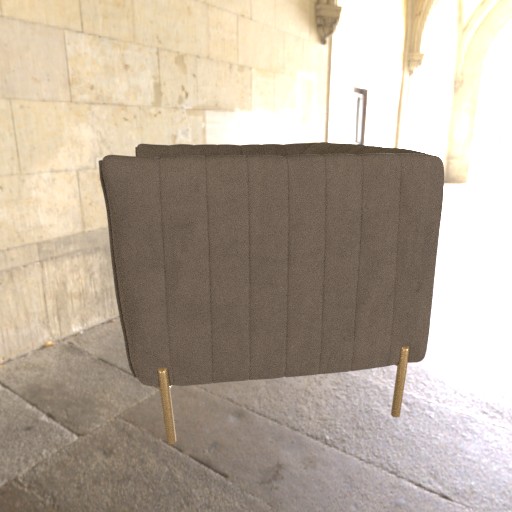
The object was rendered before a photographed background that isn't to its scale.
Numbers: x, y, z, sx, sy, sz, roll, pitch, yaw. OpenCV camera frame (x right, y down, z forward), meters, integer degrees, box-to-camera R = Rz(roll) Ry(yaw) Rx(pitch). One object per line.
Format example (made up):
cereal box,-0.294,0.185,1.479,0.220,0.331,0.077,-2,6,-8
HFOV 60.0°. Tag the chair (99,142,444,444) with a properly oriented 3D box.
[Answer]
chair,0.000,0.000,1.593,0.873,0.779,0.981,-3,16,-9
